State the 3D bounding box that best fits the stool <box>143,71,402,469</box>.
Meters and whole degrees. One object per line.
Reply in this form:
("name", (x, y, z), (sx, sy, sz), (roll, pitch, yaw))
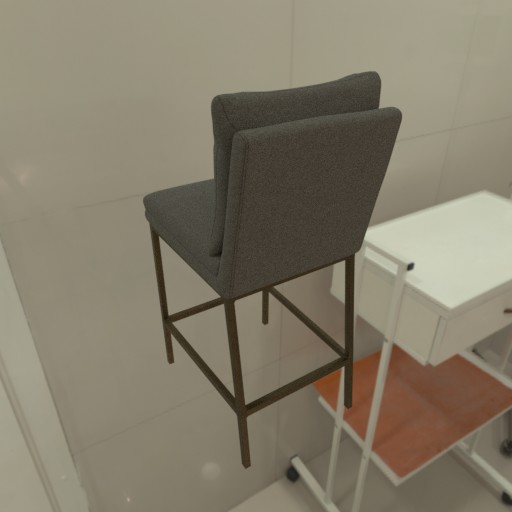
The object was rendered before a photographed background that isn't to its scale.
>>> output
("stool", (0.000, 0.000, 1.314), (0.463, 1.030, 0.569), (-18, 34, -28))
